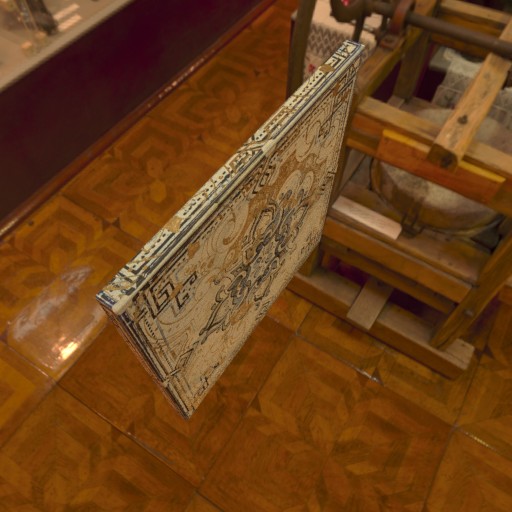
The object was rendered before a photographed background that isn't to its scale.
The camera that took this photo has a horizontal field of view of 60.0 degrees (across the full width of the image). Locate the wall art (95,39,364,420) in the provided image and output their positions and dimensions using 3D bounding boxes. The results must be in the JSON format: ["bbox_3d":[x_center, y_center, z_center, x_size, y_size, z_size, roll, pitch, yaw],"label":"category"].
[{"bbox_3d":[0.000,0.000,0.897,0.036,0.607,0.609,31,63,17],"label":"wall art"}]
